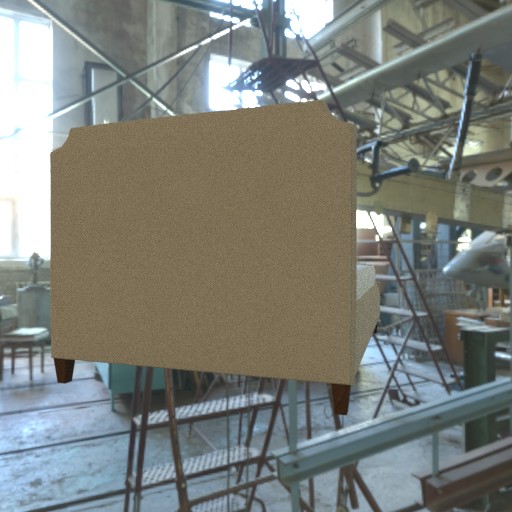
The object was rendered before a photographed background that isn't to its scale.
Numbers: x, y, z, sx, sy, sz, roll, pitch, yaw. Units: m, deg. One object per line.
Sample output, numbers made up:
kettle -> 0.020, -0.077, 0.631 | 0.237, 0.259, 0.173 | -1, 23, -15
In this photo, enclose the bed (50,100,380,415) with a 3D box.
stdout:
bed -> 0.000, 0.000, 3.334 | 1.713, 1.443, 2.372 | 0, 0, 19
